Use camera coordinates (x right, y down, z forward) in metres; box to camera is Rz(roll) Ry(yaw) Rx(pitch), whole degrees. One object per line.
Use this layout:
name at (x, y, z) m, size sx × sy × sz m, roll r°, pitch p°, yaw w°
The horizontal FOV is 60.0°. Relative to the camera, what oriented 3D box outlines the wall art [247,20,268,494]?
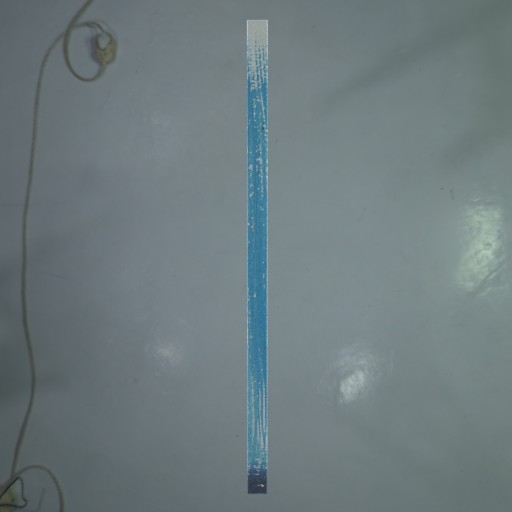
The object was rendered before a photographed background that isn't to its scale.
wall art at (0.000, 0.000, 1.158) m, size 0.039 × 0.610 × 0.914 m, roll 0°, pitch 92°, yaw 0°
